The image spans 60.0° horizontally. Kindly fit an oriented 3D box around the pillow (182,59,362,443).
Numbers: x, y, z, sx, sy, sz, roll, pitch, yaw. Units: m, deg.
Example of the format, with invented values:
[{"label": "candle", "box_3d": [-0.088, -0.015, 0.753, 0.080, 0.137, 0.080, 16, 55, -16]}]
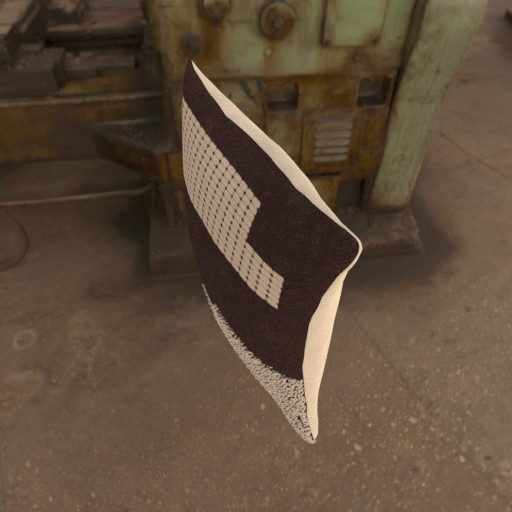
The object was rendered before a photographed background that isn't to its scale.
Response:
[{"label": "pillow", "box_3d": [0.000, 0.000, 0.729, 0.178, 0.473, 0.475, -19, 49, -17]}]
